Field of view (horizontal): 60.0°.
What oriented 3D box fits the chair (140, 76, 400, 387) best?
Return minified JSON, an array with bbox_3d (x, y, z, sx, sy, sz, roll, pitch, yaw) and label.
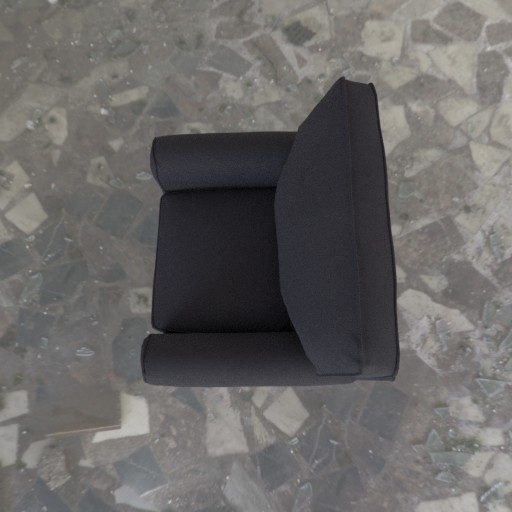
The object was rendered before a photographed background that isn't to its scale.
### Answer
[{"bbox_3d":[0.000,0.000,1.946,1.002,1.140,1.119,-1,76,0],"label":"chair"}]
